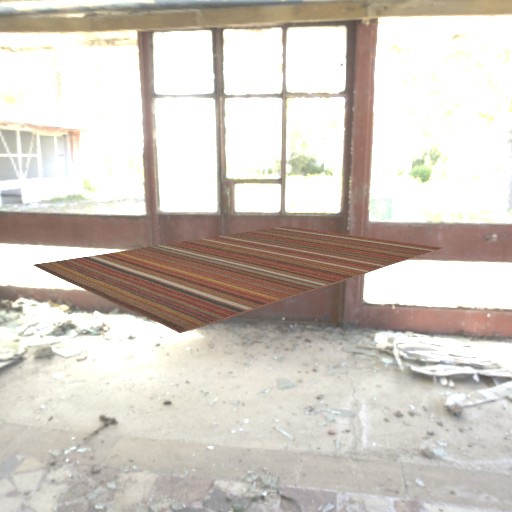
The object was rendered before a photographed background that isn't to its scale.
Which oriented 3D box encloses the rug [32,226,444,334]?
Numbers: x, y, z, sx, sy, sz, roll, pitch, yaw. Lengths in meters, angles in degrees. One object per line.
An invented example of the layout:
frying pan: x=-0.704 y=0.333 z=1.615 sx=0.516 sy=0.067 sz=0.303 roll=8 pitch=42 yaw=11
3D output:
rug: x=0.000 y=0.000 z=2.334 sx=1.828 sy=0.007 sz=1.217 roll=-12 pitch=17 yaw=-43
